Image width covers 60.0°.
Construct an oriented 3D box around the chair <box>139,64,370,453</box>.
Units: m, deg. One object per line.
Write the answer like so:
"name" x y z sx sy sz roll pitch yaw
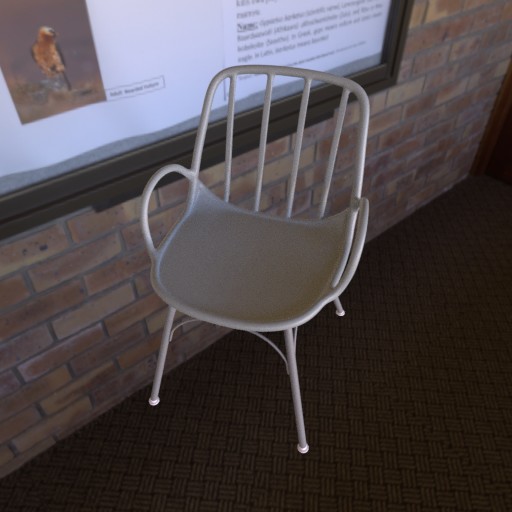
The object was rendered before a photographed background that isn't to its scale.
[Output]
"chair" 0.000 0.000 1.210 0.549 0.816 0.597 12 43 13
